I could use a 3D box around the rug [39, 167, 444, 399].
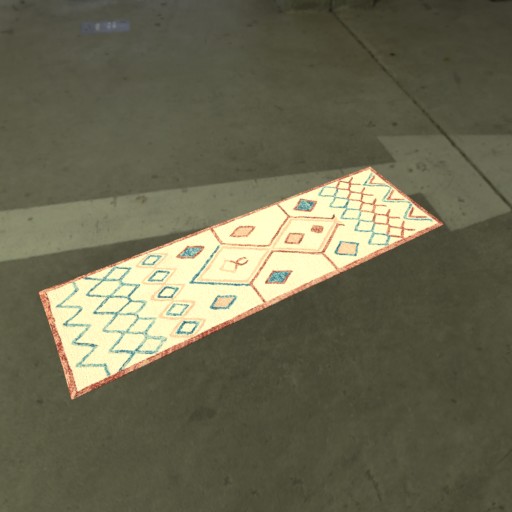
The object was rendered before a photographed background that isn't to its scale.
[{"bbox_3d":[0.000,0.000,2.728,2.435,0.011,0.750,-23,51,-20],"label":"rug"}]
